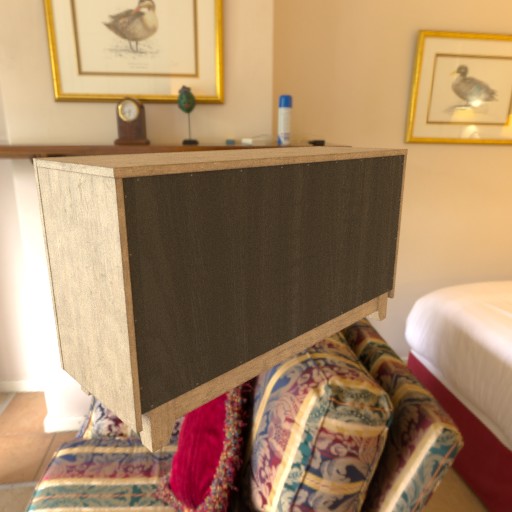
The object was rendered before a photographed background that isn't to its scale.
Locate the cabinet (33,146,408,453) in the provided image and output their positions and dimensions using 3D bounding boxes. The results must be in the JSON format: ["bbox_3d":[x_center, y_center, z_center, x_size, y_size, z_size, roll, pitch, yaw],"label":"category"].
[{"bbox_3d":[0.000,0.000,1.814,0.511,0.825,1.460,15,22,42],"label":"cabinet"}]
